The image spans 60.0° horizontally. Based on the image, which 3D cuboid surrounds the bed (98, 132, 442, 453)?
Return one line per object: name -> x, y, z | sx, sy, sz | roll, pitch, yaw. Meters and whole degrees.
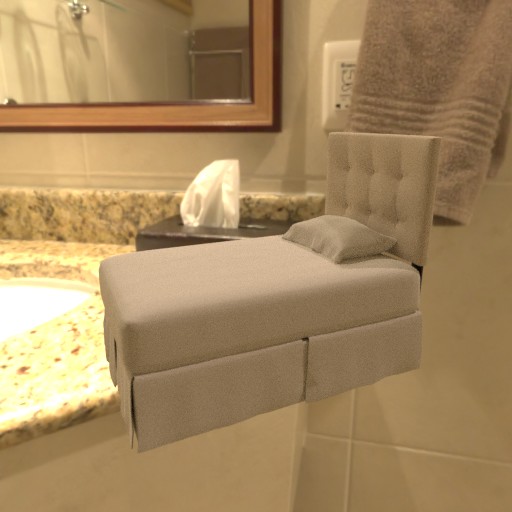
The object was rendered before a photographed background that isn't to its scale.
bed -> 0.000, 0.000, 2.994 | 1.997, 1.571, 1.261 | -8, 19, -23
